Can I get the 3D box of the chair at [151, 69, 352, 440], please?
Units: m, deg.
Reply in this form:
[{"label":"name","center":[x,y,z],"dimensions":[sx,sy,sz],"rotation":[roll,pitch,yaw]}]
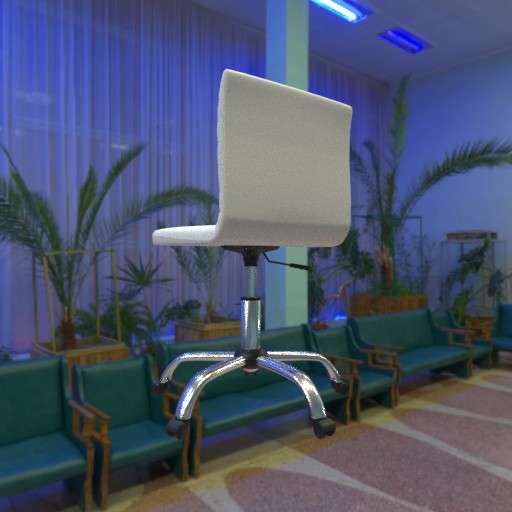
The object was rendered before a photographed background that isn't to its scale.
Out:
[{"label":"chair","center":[0.000,0.000,1.151],"dimensions":[0.556,0.780,0.530],"rotation":[0,0,-36]}]
